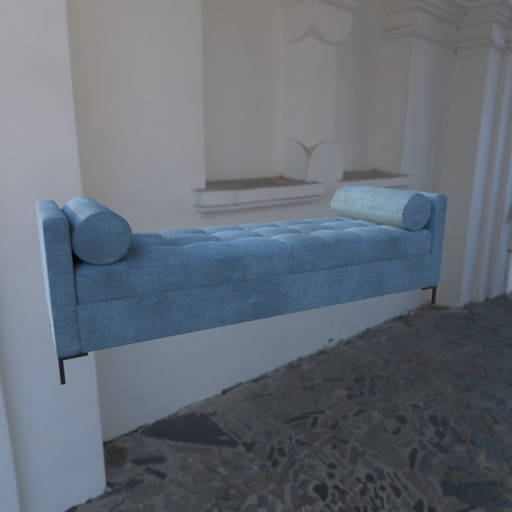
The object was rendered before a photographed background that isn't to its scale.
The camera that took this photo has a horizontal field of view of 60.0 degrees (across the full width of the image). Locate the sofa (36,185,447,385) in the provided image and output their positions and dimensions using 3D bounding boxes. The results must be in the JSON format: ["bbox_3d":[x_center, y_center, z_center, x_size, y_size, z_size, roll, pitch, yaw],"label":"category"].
[{"bbox_3d":[0.000,0.000,2.294,1.981,0.635,0.686,-7,15,-27],"label":"sofa"}]
